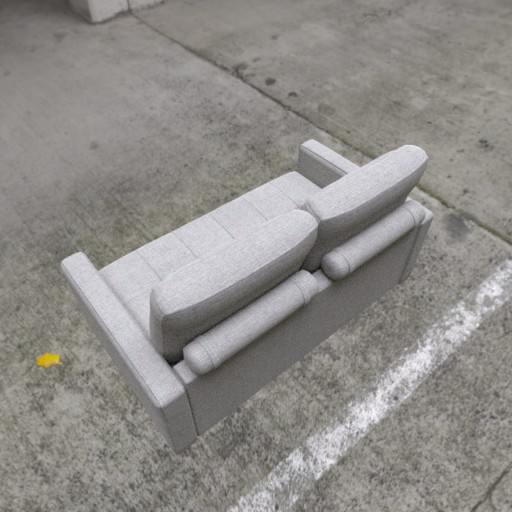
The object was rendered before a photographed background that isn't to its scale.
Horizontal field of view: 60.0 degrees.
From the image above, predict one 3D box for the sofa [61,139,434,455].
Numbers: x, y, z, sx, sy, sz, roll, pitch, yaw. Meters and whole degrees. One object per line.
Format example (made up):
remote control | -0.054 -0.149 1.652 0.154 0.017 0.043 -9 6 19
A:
sofa | 0.000 0.000 1.938 1.407 0.907 0.842 -31 54 -26
